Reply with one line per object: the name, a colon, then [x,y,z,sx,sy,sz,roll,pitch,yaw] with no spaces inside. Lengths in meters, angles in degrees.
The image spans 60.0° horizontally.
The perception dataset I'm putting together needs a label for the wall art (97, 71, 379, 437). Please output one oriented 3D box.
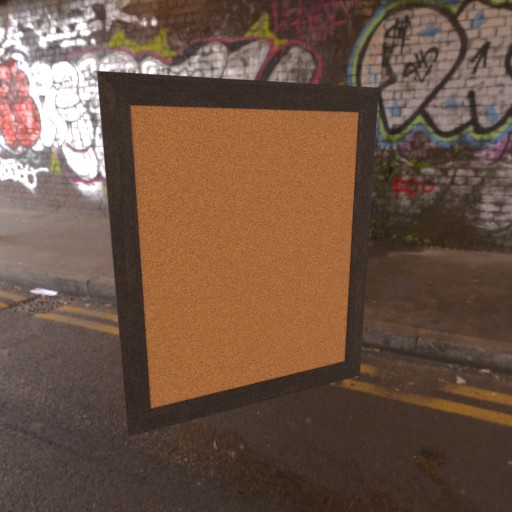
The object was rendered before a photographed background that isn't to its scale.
wall art: [0.000,0.000,0.771,0.476,0.570,0.013,-7,16,-24]
